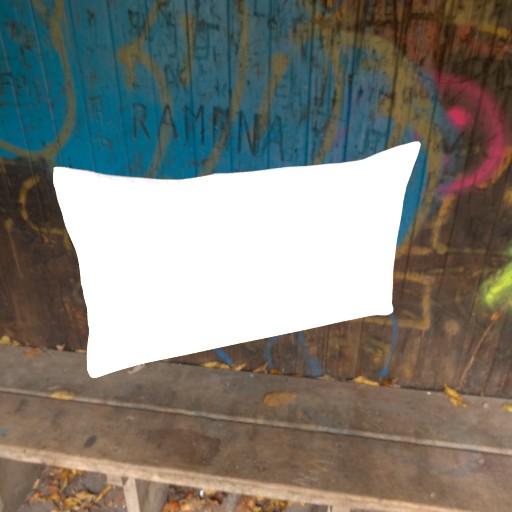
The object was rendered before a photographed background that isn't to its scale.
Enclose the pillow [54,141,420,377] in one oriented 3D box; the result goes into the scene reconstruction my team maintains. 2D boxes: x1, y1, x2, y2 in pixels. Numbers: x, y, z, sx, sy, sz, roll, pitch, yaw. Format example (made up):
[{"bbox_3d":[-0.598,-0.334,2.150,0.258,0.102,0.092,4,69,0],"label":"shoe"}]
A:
[{"bbox_3d":[0.000,0.000,0.641,0.506,0.305,0.139,-9,28,-17],"label":"pillow"}]
